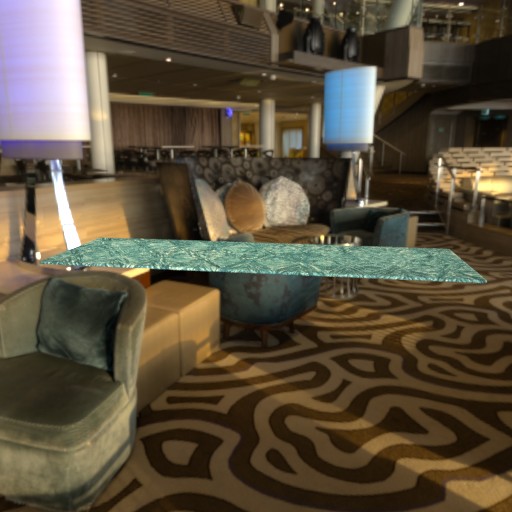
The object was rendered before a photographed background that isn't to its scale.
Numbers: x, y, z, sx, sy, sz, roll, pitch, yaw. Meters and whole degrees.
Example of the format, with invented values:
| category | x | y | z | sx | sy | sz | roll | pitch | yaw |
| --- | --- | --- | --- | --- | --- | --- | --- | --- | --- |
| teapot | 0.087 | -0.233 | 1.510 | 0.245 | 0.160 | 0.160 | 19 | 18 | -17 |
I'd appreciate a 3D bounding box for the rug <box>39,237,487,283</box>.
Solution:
| category | x | y | z | sx | sy | sz | roll | pitch | yaw |
| --- | --- | --- | --- | --- | --- | --- | --- | --- | --- |
| rug | 0.000 | 0.000 | 2.561 | 2.286 | 0.016 | 0.676 | 2 | 14 | 9 |
